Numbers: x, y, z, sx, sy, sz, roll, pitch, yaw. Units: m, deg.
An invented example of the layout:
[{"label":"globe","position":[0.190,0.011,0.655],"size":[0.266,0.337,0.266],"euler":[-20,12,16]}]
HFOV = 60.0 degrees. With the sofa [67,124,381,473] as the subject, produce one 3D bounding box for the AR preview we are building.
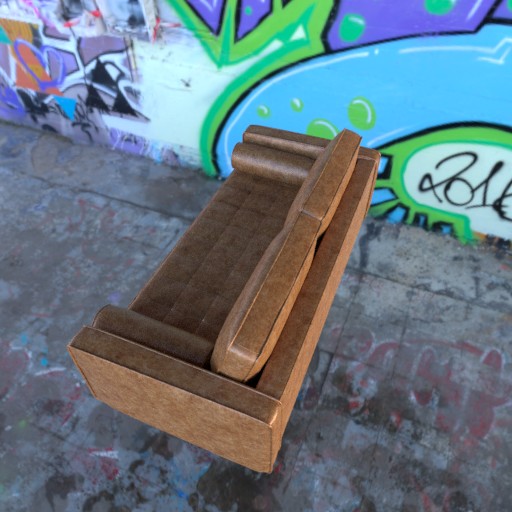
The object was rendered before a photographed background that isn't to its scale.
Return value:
[{"label":"sofa","position":[0.000,0.000,2.420],"size":[0.924,0.825,1.920],"euler":[17,48,15]}]
